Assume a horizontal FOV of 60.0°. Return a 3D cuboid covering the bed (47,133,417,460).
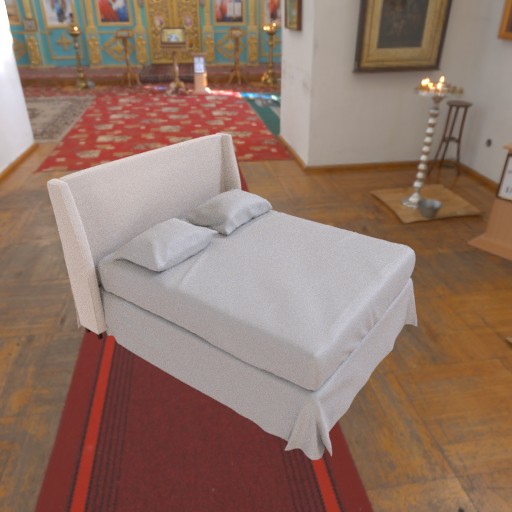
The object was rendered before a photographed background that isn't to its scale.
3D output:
[{"bbox_3d":[0.000,0.000,3.486,2.276,1.332,1.925,19,33,31],"label":"bed"}]
